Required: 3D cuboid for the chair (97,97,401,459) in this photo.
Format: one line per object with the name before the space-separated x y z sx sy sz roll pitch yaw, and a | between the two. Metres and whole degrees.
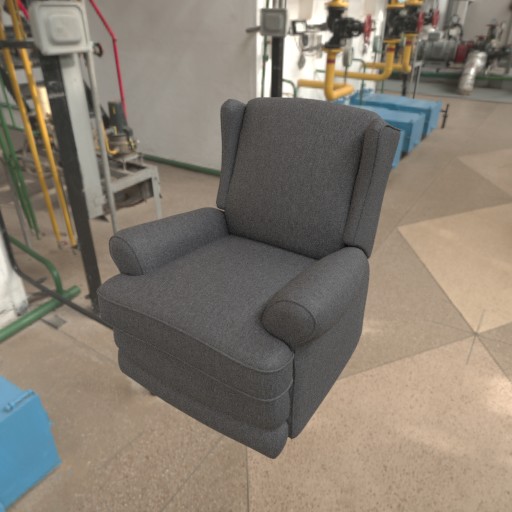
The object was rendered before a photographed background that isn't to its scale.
chair | 0.000 0.000 1.665 0.847 1.011 0.969 18 35 29
